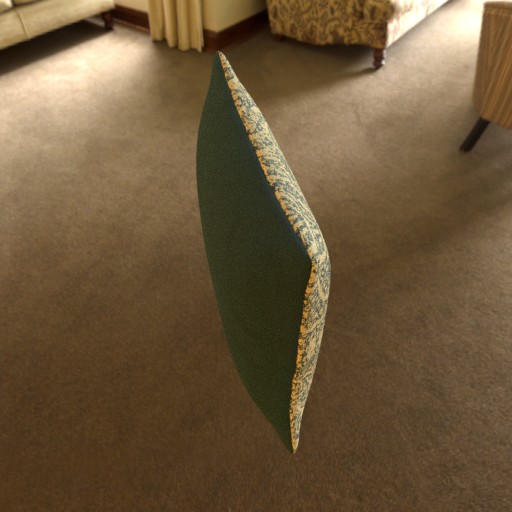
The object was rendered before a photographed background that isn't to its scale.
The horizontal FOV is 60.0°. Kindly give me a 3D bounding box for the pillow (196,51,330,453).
[{"bbox_3d":[0.000,0.000,0.786,0.166,0.510,0.523,-10,48,-9],"label":"pillow"}]
